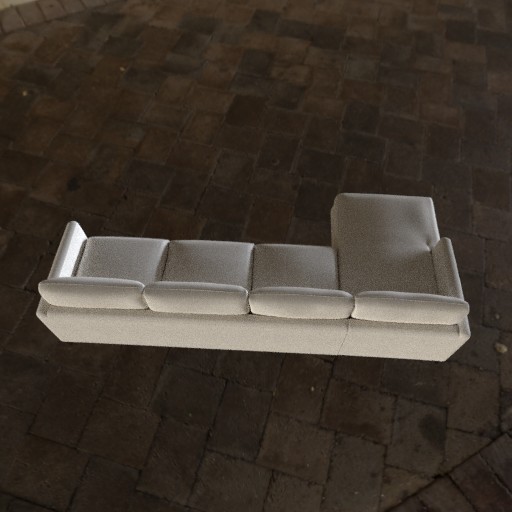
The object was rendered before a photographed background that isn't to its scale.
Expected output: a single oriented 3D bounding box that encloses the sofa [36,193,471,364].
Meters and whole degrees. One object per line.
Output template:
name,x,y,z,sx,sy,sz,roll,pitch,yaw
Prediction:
sofa,0.000,0.000,3.728,3.186,0.875,1.467,3,58,2
